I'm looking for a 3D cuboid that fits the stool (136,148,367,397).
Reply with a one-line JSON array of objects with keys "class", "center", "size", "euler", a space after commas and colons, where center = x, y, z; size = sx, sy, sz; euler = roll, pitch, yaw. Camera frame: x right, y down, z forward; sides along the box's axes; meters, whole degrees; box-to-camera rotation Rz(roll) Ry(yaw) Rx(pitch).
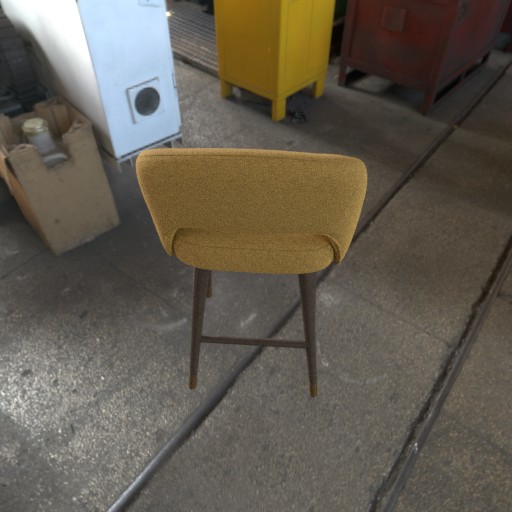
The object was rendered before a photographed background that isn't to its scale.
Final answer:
[{"class": "stool", "center": [0.000, 0.000, 1.339], "size": [0.536, 1.032, 0.522], "euler": [3, 46, 3]}]
